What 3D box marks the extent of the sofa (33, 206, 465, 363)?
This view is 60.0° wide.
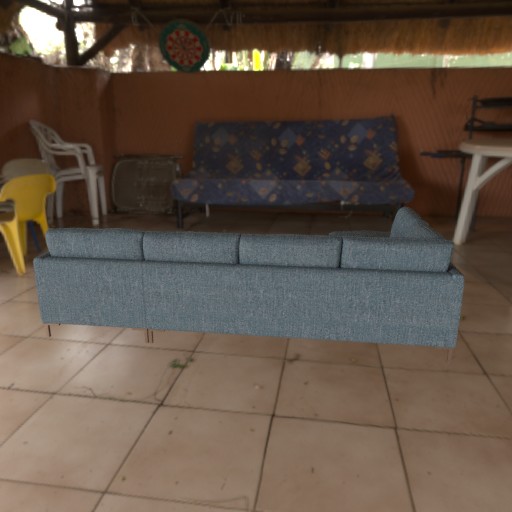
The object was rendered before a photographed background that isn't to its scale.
[{"bbox_3d":[0.000,0.000,3.638,2.737,0.753,1.879,2,16,8],"label":"sofa"}]
